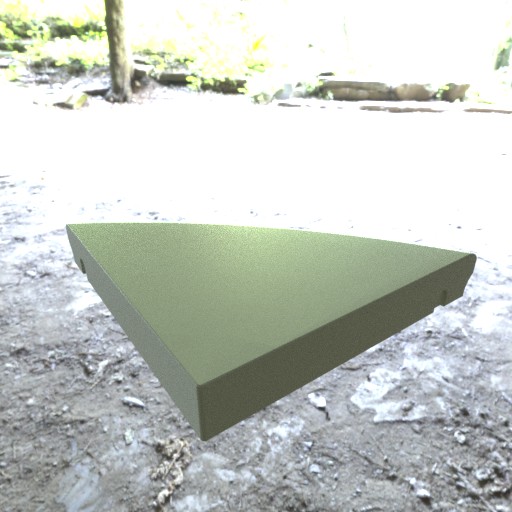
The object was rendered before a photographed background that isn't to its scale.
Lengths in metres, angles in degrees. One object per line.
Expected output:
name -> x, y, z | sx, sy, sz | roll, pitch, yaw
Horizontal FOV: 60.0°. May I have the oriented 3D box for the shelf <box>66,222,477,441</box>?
shelf -> 0.000, 0.000, 0.472 | 0.310, 0.050, 0.310 | -19, 34, -31
